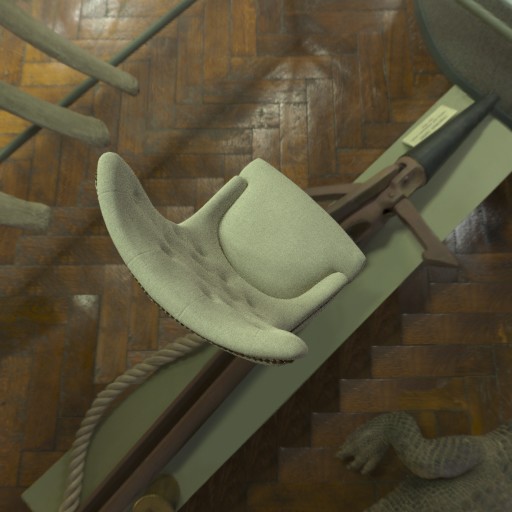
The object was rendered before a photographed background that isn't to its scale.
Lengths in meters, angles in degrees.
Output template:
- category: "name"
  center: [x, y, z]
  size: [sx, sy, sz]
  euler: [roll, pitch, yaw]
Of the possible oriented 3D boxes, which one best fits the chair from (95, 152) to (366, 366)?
- category: "chair"
  center: [0.000, 0.000, 1.392]
  size: [0.590, 1.065, 0.584]
  euler: [-44, 80, -10]
